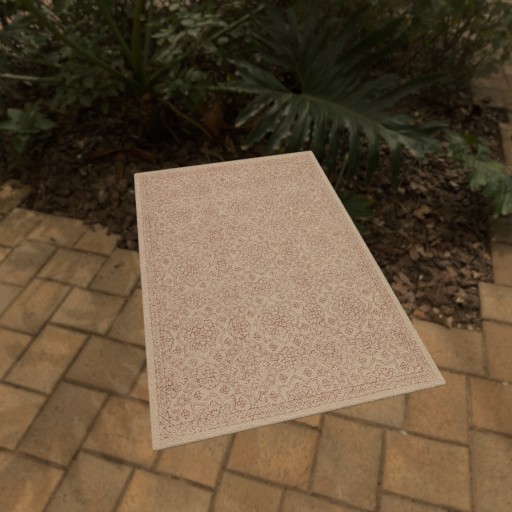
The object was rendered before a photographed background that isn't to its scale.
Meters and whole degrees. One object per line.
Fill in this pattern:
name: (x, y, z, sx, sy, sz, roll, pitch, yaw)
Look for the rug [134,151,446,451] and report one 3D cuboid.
rug: (0.000, 0.000, 2.383, 1.219, 0.010, 1.829, -9, 46, -9)
